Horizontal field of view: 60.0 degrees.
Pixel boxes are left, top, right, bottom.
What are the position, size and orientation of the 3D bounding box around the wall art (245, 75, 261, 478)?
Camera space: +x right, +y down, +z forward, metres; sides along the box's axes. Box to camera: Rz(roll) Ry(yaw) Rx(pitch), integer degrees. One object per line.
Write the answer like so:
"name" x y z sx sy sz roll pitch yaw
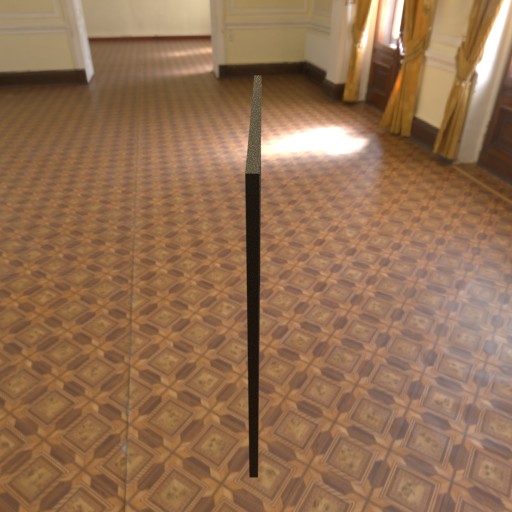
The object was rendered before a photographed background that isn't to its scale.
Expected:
"wall art" 0.000 0.000 1.240 0.022 0.807 0.807 0 32 1
